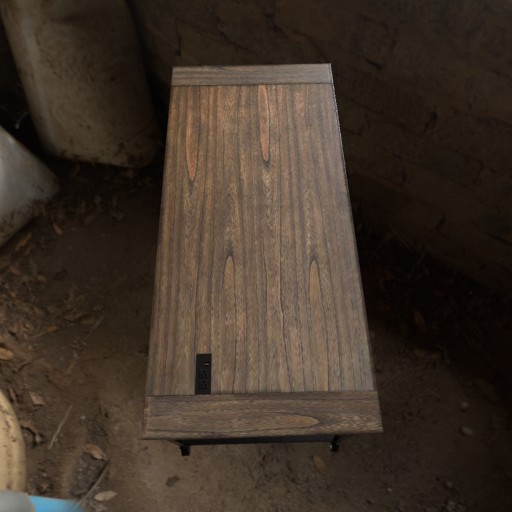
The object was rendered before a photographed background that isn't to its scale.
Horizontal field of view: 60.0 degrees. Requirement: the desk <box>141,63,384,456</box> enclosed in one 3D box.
[{"bbox_3d":[0.000,0.000,1.984,0.711,0.751,1.590,-1,63,-1],"label":"desk"}]
